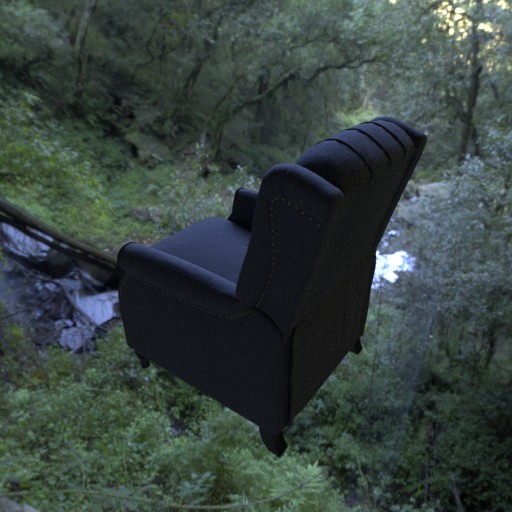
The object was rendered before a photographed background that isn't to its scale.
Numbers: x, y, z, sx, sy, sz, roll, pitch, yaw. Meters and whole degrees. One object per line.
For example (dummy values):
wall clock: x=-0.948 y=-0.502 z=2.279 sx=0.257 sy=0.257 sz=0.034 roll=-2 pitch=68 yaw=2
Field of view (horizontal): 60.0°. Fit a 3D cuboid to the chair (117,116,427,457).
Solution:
chair: x=0.000 y=0.000 z=1.635 sx=0.898 sy=1.035 sz=0.742 roll=20 pitch=36 yaw=31
